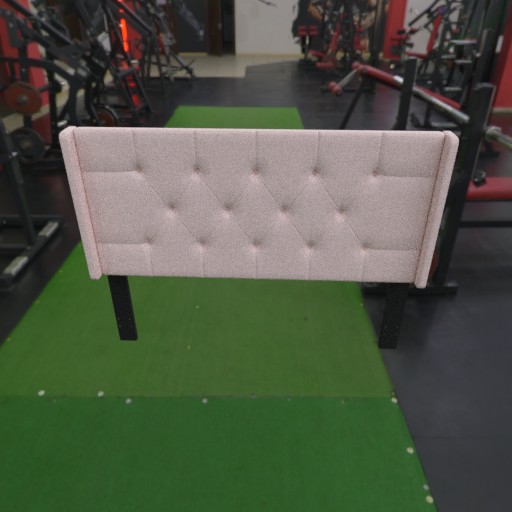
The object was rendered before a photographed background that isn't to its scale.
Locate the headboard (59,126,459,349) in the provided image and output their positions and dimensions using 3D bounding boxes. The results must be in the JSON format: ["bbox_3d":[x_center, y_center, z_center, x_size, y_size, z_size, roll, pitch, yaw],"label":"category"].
[{"bbox_3d":[0.000,0.000,2.715,2.051,1.524,0.184,1,30,2],"label":"headboard"}]
